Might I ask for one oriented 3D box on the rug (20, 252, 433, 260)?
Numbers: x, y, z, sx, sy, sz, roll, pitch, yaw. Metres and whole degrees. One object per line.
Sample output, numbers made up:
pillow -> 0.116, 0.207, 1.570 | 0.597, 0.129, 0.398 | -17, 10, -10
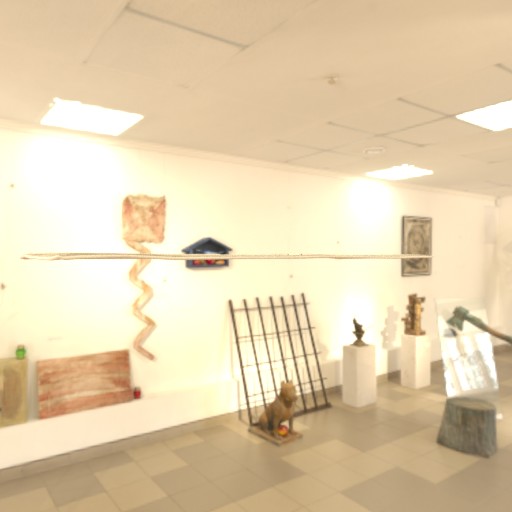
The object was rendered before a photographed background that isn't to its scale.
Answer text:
rug -> 0.000, 0.000, 2.619 | 2.381, 0.036, 0.831 | 0, 0, -36
